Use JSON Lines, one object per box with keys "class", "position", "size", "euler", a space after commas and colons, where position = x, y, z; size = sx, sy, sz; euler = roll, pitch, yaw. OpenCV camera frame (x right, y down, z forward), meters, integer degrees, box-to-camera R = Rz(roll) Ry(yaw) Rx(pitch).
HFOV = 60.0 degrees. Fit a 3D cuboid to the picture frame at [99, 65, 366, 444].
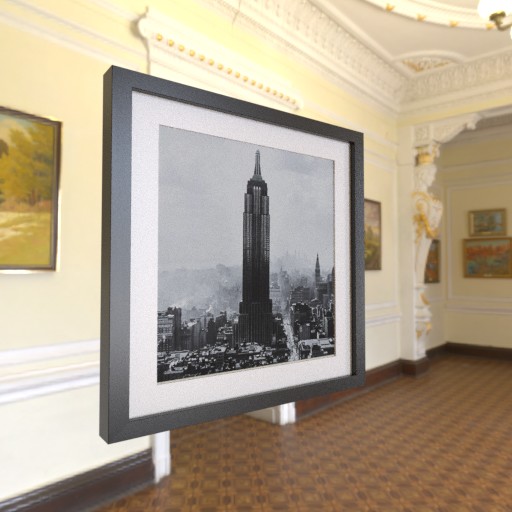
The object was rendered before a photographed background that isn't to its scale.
{"class": "picture frame", "position": [0.000, 0.000, 0.527], "size": [0.355, 0.353, 0.029], "euler": [1, -2, -36]}
